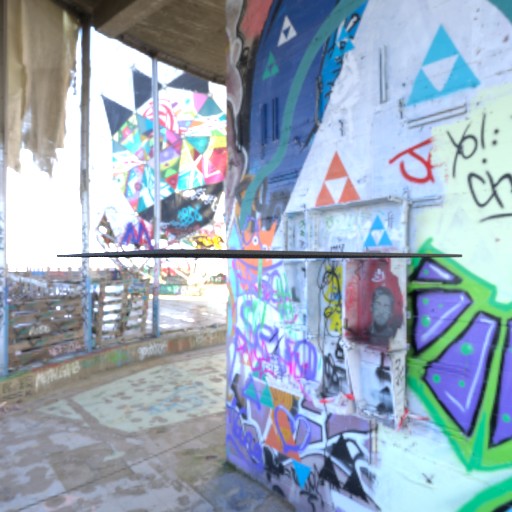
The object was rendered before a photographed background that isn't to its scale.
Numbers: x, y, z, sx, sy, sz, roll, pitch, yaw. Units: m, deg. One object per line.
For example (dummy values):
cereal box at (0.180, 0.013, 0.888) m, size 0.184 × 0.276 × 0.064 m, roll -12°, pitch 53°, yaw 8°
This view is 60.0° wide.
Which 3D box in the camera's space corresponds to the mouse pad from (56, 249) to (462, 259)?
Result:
mouse pad at (0.000, 0.000, 0.343) m, size 0.249 × 0.002 × 0.211 m, roll 1°, pitch -1°, yaw -37°
